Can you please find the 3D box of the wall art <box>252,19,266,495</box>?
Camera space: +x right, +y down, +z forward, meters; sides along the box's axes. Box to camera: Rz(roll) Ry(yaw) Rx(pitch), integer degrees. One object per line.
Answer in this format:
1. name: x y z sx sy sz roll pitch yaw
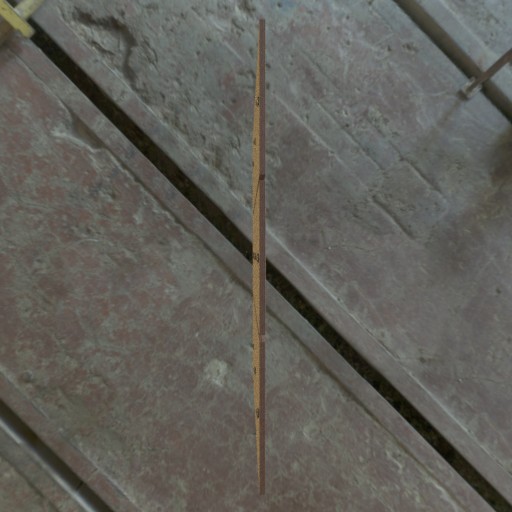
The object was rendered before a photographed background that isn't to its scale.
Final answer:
1. wall art: 0.000 0.000 1.745 0.024 1.218 1.221 0 91 -1
